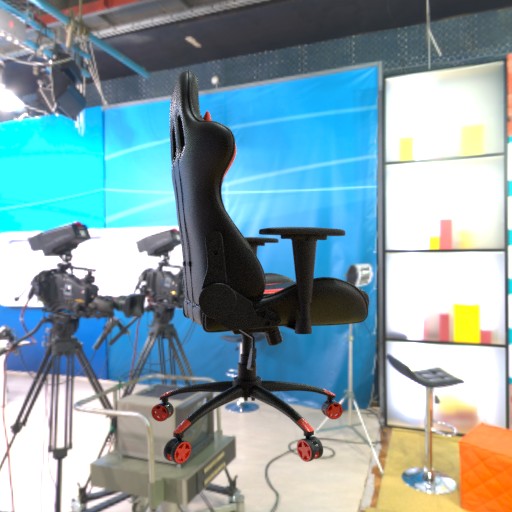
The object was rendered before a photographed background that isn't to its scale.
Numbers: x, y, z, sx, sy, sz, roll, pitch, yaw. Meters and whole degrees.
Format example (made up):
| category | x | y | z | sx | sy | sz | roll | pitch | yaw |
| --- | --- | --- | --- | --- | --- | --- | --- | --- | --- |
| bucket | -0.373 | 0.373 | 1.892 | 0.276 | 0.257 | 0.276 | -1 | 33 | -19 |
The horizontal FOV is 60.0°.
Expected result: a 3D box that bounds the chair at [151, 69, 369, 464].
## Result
| category | x | y | z | sx | sy | sz | roll | pitch | yaw |
| --- | --- | --- | --- | --- | --- | --- | --- | --- | --- |
| chair | 0.000 | 0.000 | 1.667 | 0.730 | 1.282 | 0.695 | 0 | -1 | -19 |
